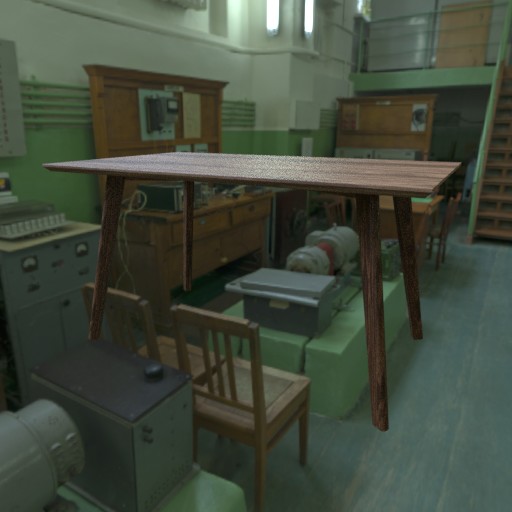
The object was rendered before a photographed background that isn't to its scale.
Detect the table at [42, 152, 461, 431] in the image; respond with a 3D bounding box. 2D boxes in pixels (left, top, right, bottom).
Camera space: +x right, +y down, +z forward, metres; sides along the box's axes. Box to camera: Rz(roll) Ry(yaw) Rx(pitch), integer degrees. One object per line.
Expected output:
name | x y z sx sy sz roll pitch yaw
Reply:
table | 0.000 0.000 1.762 1.349 0.724 0.801 9 19 27
